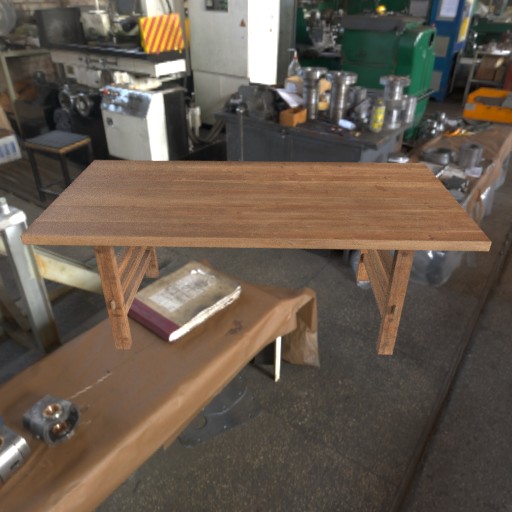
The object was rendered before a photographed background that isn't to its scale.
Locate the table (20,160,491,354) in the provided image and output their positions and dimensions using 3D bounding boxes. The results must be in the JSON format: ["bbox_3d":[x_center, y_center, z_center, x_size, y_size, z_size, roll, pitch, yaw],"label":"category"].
[{"bbox_3d":[0.000,0.000,2.483,2.003,0.760,0.952,1,32,1],"label":"table"}]
